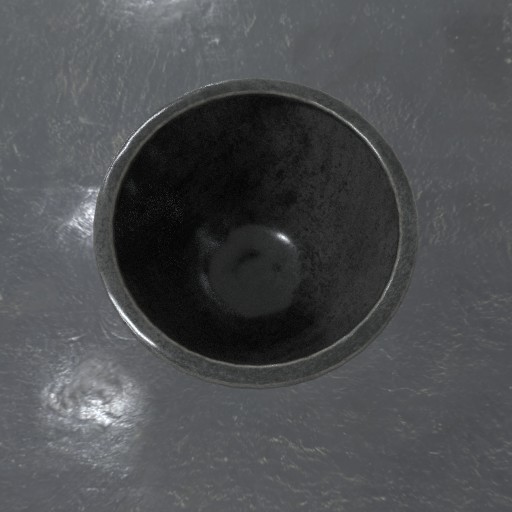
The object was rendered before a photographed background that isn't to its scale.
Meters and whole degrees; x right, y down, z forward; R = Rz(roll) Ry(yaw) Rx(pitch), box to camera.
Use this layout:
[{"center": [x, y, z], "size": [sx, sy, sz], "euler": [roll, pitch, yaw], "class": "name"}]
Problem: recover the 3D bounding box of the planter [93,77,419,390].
[{"center": [0.000, 0.000, 0.249], "size": [0.140, 0.129, 0.140], "euler": [0, 75, 0], "class": "planter"}]
